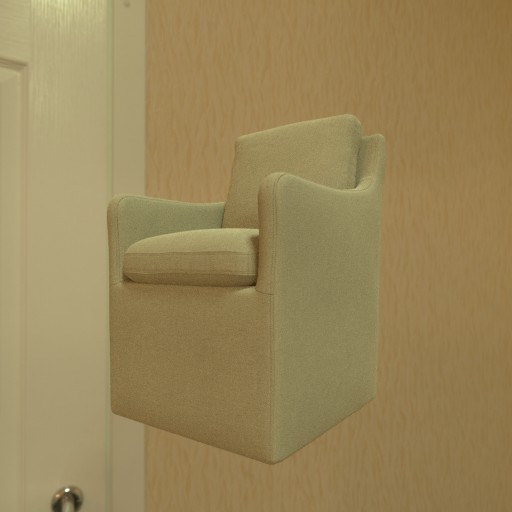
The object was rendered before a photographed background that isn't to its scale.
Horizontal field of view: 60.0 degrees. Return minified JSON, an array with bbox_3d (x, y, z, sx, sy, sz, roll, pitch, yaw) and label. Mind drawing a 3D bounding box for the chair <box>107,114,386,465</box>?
[{"bbox_3d":[0.000,0.000,1.376,0.626,0.914,0.694,0,-1,36],"label":"chair"}]
